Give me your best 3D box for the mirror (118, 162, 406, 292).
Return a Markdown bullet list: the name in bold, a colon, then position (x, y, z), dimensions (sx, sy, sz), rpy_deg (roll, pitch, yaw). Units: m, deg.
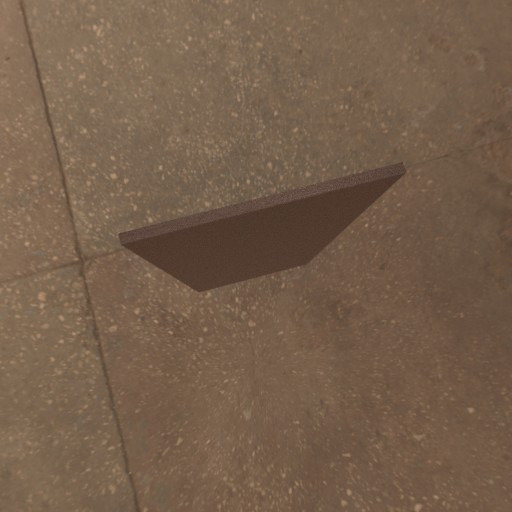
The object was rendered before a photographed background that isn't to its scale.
- **mirror**: position (0.000, 0.000, 2.221), dimensions (0.812, 2.020, 0.221), rpy_deg (-15, 77, -3)
